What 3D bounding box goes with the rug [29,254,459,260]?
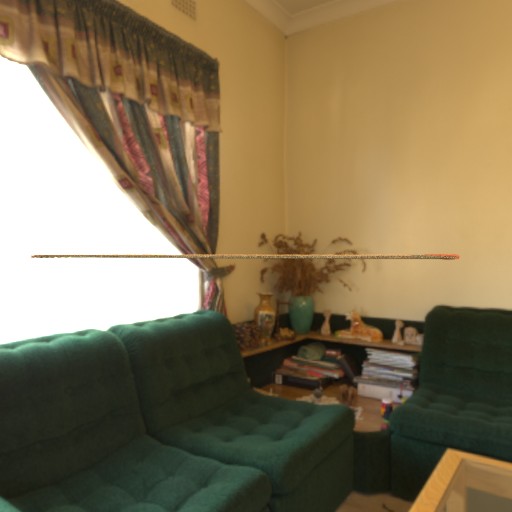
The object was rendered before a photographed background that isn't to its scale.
[{"bbox_3d":[0.000,0.000,2.337,1.838,0.019,1.220,0,0,18],"label":"rug"}]
